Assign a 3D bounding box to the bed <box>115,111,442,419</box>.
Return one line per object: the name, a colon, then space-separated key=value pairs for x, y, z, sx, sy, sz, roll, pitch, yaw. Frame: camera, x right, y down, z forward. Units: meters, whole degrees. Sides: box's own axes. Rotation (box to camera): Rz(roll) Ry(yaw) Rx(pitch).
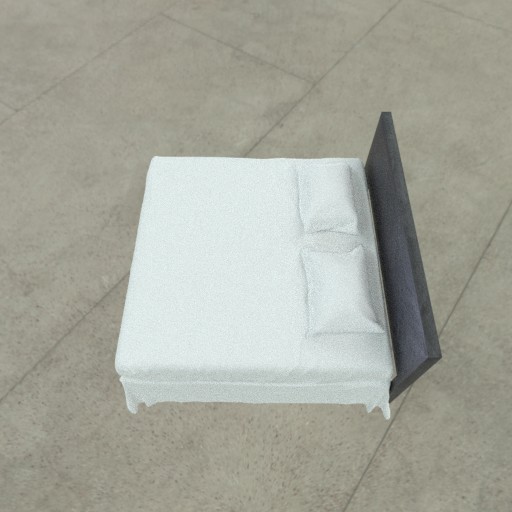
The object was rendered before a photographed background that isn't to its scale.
bed: x=0.000 y=0.000 z=3.519 sx=2.165 sy=1.158 sz=2.255 roll=1 pitch=59 yaw=0
